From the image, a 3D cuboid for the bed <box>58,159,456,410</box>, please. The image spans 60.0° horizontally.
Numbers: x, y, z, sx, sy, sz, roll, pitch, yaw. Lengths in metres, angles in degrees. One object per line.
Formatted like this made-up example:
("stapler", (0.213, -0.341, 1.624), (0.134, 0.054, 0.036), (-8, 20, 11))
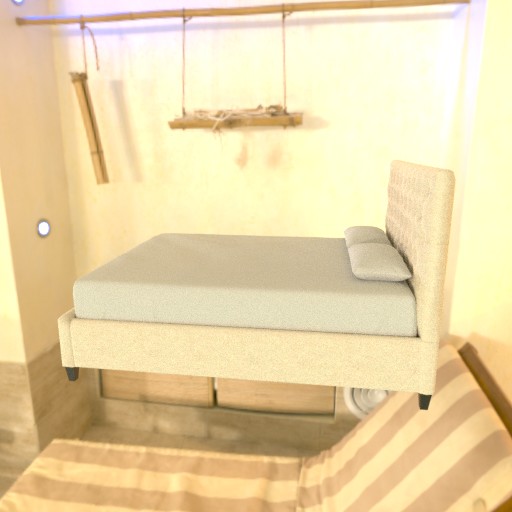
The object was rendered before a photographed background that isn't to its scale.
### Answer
("bed", (0.000, 0.000, 3.444), (2.387, 1.427, 1.698), (2, 14, 8))
